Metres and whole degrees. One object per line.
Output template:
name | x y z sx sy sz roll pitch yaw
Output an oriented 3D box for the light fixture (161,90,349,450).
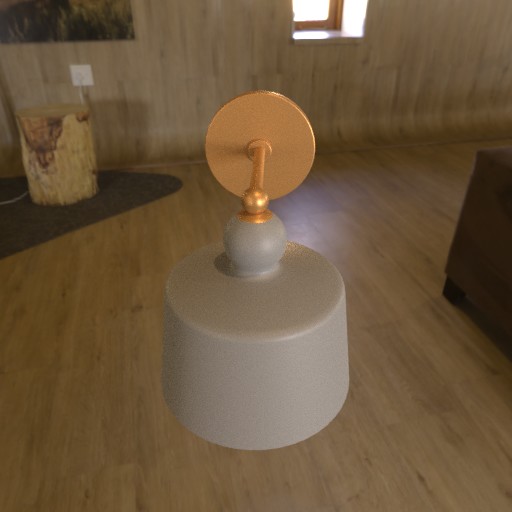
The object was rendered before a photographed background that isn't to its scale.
light fixture | 0.000 0.000 0.443 0.204 0.268 0.254 1 31 2
